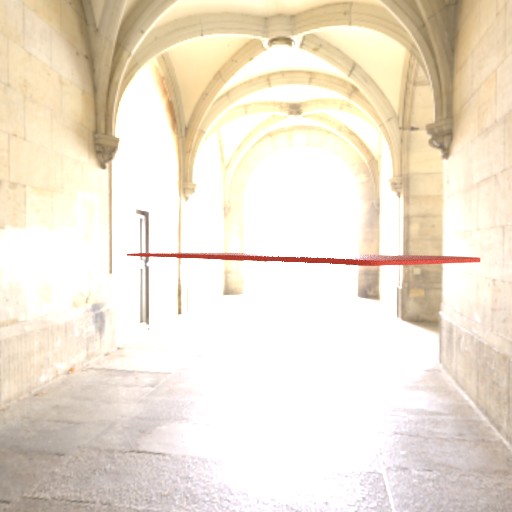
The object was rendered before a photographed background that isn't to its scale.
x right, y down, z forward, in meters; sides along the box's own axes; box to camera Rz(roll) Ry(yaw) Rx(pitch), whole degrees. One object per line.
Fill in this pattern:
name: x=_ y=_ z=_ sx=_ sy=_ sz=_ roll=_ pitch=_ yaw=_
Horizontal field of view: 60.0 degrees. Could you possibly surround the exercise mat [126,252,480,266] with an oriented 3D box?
exercise mat: x=0.000 y=0.000 z=2.094 sx=0.616 sy=0.021 sz=1.869 roll=-1 pitch=1 yaw=-36
